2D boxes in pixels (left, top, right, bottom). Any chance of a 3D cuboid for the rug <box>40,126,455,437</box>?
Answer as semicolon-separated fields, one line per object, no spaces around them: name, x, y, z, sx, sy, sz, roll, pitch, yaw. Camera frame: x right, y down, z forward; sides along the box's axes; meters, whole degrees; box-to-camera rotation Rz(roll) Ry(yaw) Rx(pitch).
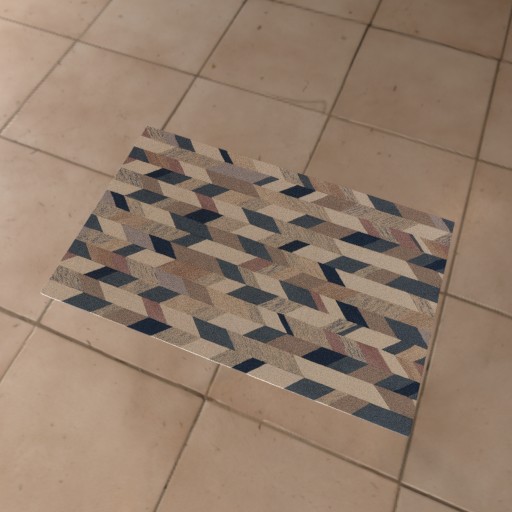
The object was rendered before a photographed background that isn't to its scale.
rug;0.000;0.000;2.990;2.423;0.008;1.513;19;65;9
